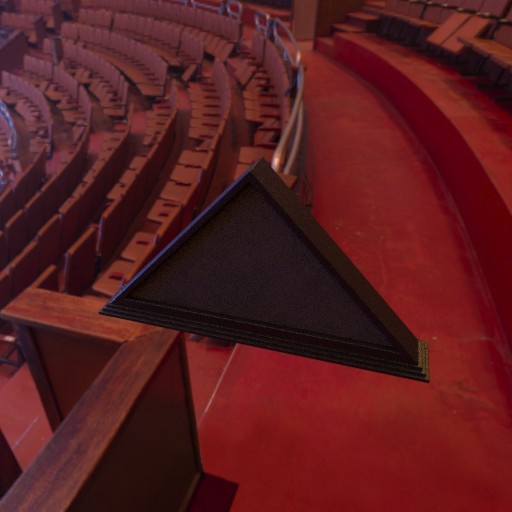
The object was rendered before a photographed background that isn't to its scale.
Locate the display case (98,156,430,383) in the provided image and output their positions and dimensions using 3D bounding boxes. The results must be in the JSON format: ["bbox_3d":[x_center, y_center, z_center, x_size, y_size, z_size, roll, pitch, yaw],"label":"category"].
[{"bbox_3d":[0.000,0.000,0.774,0.640,0.340,0.095,9,34,14],"label":"display case"}]
